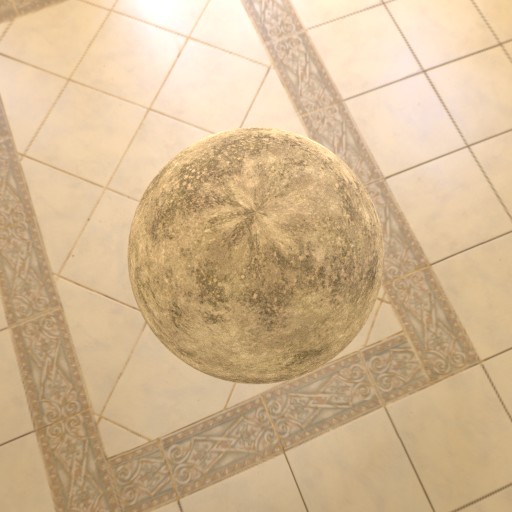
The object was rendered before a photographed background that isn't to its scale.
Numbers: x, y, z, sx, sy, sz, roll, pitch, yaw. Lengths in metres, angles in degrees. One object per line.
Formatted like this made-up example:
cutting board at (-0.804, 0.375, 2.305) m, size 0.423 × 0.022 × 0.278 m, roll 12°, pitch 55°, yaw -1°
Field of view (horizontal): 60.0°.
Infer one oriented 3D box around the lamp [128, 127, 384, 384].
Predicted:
lamp at (0.000, 0.000, 0.758) m, size 0.422 × 0.429 × 0.422 m, roll 0°, pitch 75°, yaw 0°
